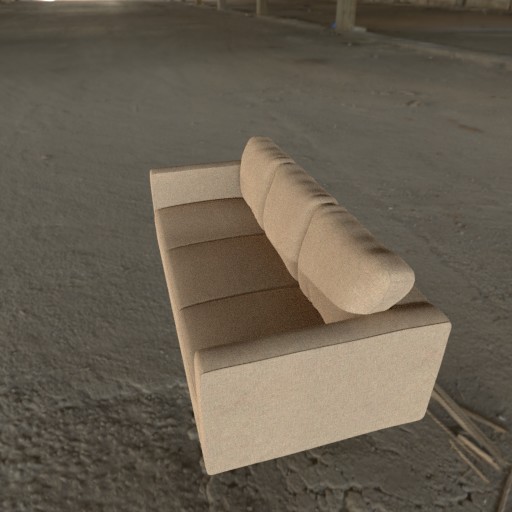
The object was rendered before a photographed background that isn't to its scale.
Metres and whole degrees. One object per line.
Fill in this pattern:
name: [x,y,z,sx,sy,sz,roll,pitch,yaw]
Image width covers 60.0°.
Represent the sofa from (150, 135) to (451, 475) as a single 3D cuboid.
sofa: [0.000,0.000,2.315,0.930,0.800,1.855,-9,33,-14]
